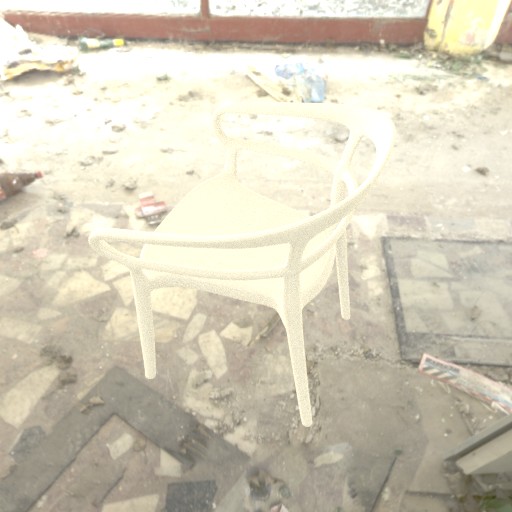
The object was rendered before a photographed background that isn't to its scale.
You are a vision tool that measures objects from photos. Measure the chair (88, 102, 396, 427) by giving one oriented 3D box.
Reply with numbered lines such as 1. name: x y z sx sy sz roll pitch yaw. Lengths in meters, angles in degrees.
1. chair: 0.000 0.000 1.138 0.527 0.761 0.559 18 49 16
